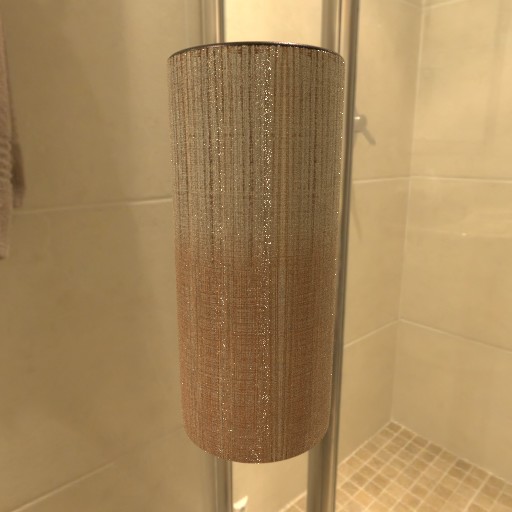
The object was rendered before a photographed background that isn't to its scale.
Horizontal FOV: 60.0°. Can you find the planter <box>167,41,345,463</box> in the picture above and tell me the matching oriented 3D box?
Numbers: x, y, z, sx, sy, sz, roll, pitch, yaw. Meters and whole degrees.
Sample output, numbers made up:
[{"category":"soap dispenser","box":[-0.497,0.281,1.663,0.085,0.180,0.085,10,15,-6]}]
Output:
[{"category":"planter","box":[0.000,0.000,0.278,0.100,0.227,0.100,2,14,9]}]
